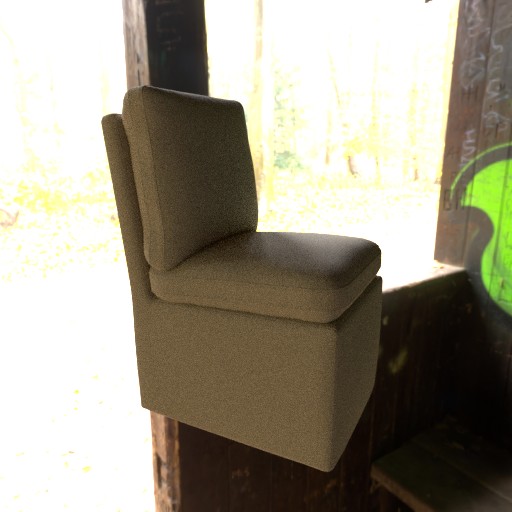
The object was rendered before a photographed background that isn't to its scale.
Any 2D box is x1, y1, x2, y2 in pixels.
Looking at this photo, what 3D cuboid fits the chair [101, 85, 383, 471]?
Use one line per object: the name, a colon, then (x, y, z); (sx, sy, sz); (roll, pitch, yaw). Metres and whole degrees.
chair: (0.000, 0.000, 1.315); (0.698, 0.927, 0.503); (7, 16, 26)
